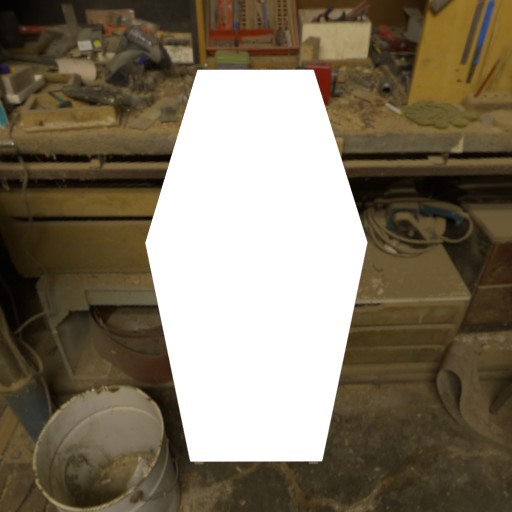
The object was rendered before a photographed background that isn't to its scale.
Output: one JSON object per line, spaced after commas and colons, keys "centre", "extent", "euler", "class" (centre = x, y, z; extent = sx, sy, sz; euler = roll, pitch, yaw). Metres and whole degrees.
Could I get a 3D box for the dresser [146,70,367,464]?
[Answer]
{"centre": [0.000, 0.000, 1.658], "extent": [0.460, 1.000, 1.100], "euler": [0, 40, 0], "class": "dresser"}
